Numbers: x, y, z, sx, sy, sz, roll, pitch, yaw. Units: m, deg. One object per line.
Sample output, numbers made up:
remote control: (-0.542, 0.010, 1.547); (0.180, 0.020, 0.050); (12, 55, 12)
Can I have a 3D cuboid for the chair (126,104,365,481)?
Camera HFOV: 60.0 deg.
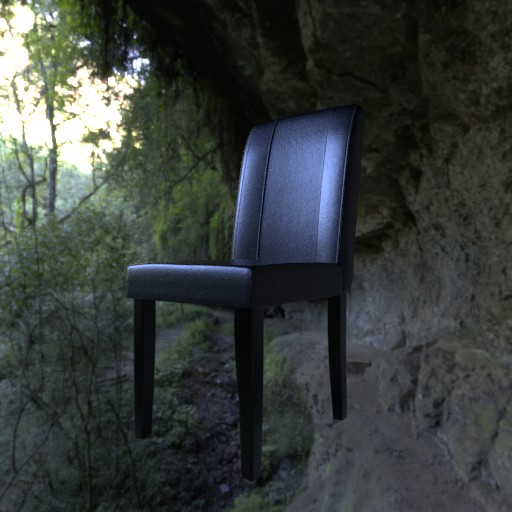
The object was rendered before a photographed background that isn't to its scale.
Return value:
chair: (0.000, 0.000, 1.193); (0.399, 0.897, 0.556); (0, 0, 37)
